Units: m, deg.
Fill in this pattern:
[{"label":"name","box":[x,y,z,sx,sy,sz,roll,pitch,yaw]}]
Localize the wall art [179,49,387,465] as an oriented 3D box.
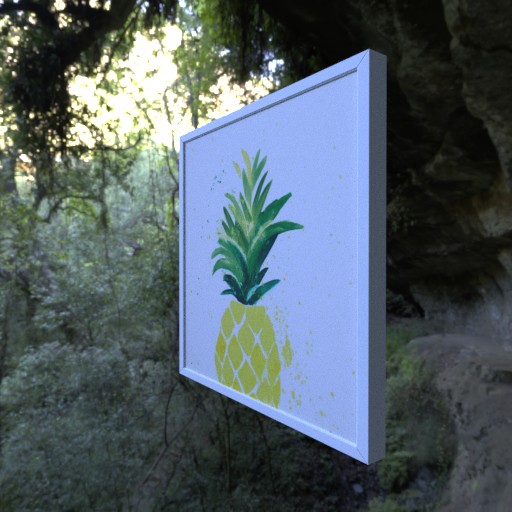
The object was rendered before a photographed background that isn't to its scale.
[{"label":"wall art","box":[0.000,0.000,0.456,0.020,0.307,0.307,0,1,-36]}]
